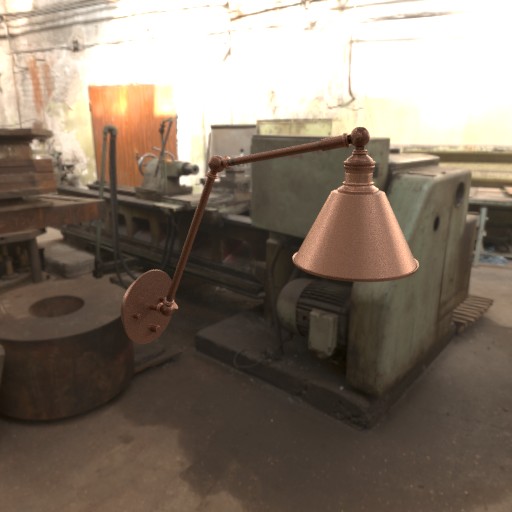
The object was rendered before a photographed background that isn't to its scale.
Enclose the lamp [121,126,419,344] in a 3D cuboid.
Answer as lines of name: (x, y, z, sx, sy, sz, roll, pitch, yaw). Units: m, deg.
lamp: (0.000, 0.000, 0.902, 0.624, 0.502, 0.223, 8, 17, 26)
